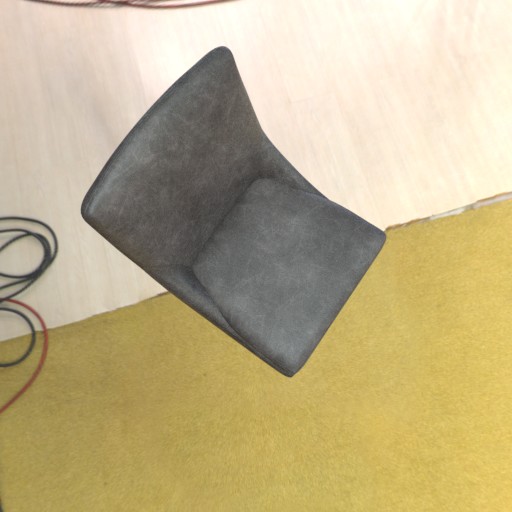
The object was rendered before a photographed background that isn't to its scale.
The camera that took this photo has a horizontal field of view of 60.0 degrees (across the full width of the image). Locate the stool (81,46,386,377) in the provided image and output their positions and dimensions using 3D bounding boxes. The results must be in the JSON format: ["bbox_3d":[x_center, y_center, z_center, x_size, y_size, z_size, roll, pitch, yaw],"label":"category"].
[{"bbox_3d":[0.000,0.000,1.365,0.587,1.046,0.492,35,78,8],"label":"stool"}]
